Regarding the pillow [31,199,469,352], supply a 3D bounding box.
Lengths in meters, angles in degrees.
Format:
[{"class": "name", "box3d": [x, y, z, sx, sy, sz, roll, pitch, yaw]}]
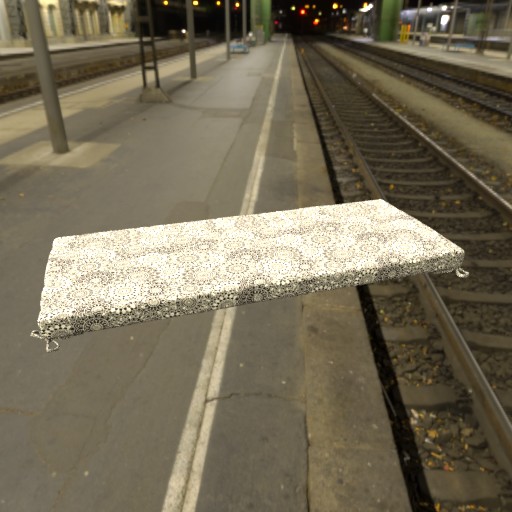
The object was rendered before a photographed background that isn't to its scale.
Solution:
[{"class": "pillow", "box3d": [0.000, 0.000, 1.310, 1.187, 0.081, 0.492, -8, 29, -15]}]
